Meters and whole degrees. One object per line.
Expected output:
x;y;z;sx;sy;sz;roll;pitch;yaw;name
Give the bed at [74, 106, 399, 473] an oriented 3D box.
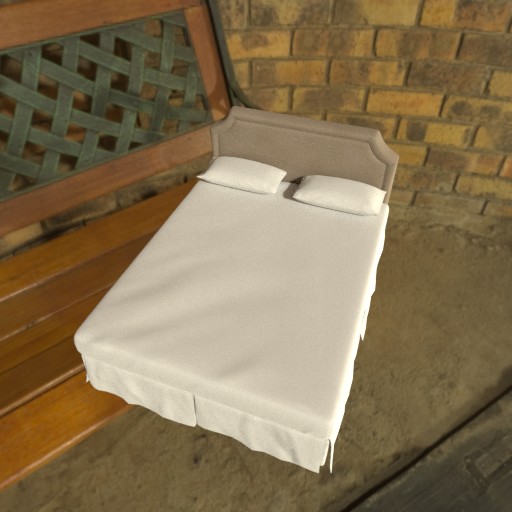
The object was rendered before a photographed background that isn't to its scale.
0.000;0.000;3.625;1.977;1.293;2.498;14;45;15;bed
